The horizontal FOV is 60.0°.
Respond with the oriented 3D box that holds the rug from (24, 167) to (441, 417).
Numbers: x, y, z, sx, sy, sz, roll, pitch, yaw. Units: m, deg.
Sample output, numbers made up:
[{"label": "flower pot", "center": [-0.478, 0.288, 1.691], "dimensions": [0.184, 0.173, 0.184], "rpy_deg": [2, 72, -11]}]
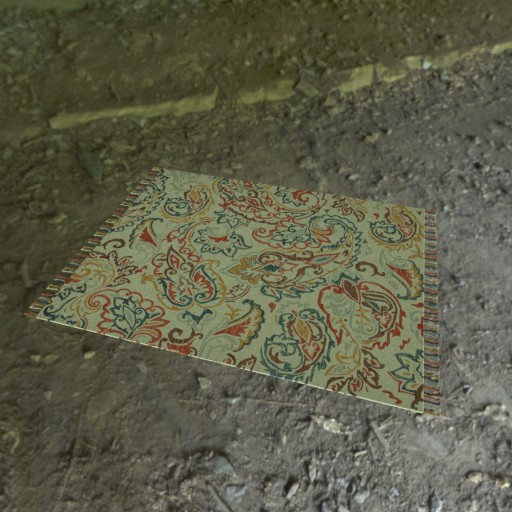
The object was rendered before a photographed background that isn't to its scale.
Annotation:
[{"label": "rug", "center": [0.000, 0.000, 4.179], "dimensions": [3.274, 0.015, 2.439], "rpy_deg": [11, 43, 12]}]
